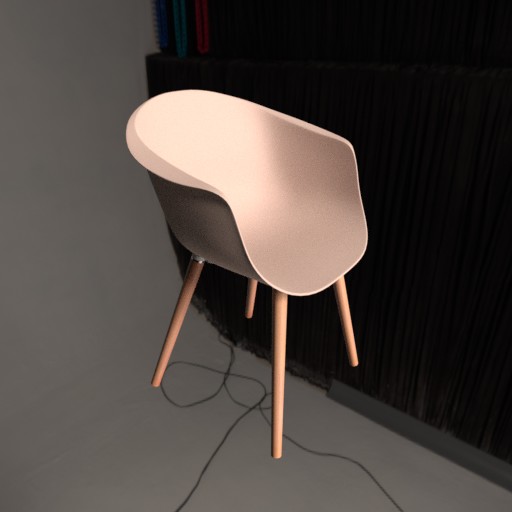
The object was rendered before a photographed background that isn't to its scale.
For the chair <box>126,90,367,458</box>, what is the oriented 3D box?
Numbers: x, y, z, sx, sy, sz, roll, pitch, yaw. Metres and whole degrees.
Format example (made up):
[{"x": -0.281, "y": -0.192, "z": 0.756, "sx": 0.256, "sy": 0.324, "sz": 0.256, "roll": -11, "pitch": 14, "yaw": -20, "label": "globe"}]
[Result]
[{"x": 0.000, "y": 0.000, "z": 1.158, "sx": 0.504, "sy": 0.781, "sz": 0.593, "roll": 19, "pitch": 32, "yaw": 33, "label": "chair"}]
